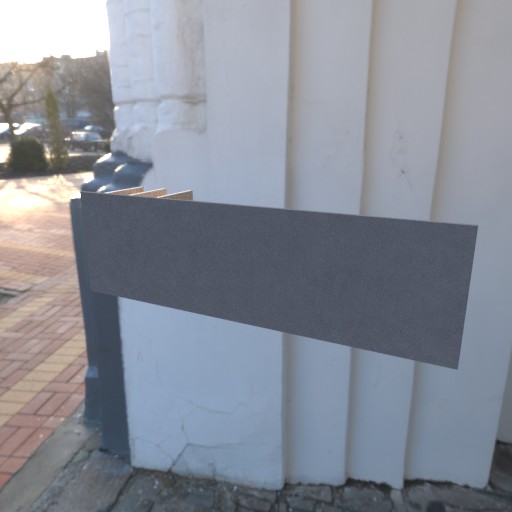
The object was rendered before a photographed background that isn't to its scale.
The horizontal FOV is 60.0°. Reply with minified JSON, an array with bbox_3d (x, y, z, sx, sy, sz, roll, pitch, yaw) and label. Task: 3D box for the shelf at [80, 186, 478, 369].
[{"bbox_3d":[0.000,0.000,1.167,1.020,0.300,0.200,8,18,25],"label":"shelf"}]
